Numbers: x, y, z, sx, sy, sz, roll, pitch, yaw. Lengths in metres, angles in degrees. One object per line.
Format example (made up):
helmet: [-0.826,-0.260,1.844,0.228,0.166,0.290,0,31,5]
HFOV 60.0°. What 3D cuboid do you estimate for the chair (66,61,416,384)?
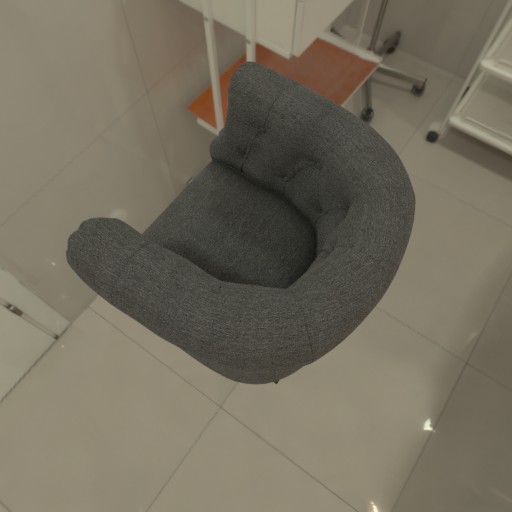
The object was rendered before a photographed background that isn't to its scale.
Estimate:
chair: [0.000,0.000,1.557,0.852,0.827,0.905,32,69,14]
